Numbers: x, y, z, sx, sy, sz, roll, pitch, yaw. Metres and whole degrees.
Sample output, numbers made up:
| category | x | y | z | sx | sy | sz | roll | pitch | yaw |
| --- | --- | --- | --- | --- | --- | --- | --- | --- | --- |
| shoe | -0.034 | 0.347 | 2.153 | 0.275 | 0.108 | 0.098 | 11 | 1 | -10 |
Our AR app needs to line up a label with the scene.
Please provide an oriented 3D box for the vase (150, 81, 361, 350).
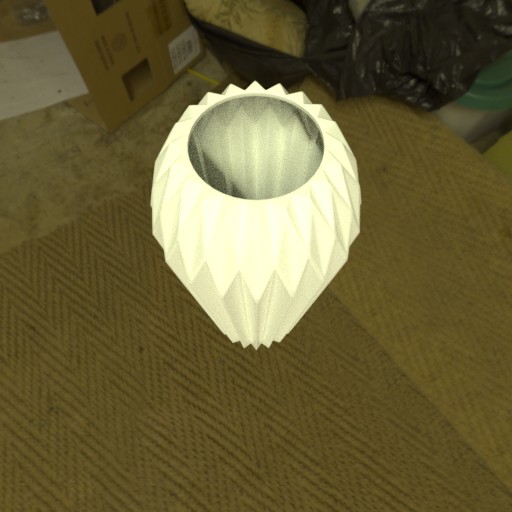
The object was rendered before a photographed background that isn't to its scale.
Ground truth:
| category | x | y | z | sx | sy | sz | roll | pitch | yaw |
| --- | --- | --- | --- | --- | --- | --- | --- | --- | --- |
| vase | 0.000 | 0.000 | 0.345 | 0.133 | 0.263 | 0.133 | 0 | 64 | 0 |
